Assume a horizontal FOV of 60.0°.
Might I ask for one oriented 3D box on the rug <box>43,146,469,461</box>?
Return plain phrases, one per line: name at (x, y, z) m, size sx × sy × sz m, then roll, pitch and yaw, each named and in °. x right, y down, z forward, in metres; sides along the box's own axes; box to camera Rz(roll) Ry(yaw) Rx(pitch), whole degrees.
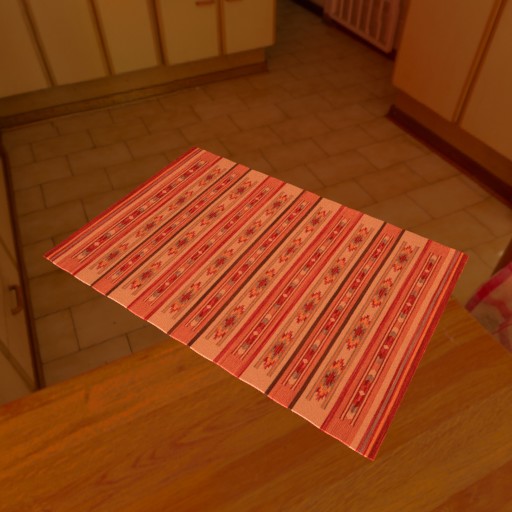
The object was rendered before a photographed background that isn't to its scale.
rug at (0.000, 0.000, 2.273) m, size 1.817 × 0.008 × 1.223 m, roll 26°, pitch 52°, yaw 23°
